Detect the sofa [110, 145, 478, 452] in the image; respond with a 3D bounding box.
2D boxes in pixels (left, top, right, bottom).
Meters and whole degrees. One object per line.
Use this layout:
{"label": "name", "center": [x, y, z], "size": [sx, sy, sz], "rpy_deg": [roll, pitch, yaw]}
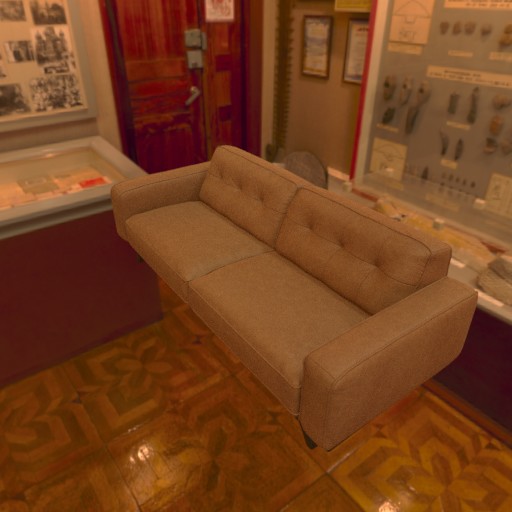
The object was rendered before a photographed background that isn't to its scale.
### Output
{"label": "sofa", "center": [0.000, 0.000, 2.660], "size": [0.953, 0.780, 2.270], "rpy_deg": [-20, 37, -30]}
